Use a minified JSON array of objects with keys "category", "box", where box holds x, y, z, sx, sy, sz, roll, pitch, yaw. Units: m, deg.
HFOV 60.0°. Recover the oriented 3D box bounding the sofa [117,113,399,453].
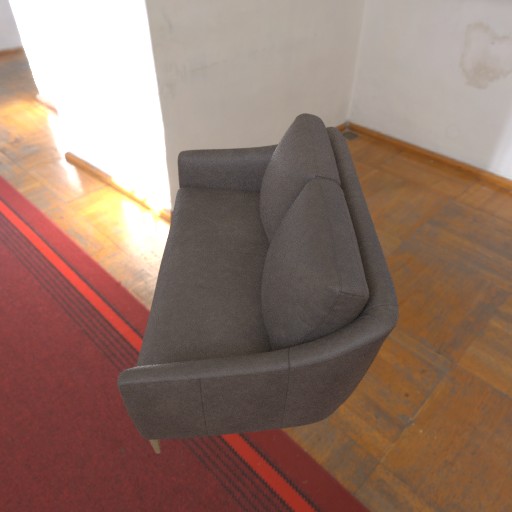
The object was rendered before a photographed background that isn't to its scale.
[{"category":"sofa","box":[0.000,0.000,2.156,0.960,0.902,1.619,0,41,0]}]
